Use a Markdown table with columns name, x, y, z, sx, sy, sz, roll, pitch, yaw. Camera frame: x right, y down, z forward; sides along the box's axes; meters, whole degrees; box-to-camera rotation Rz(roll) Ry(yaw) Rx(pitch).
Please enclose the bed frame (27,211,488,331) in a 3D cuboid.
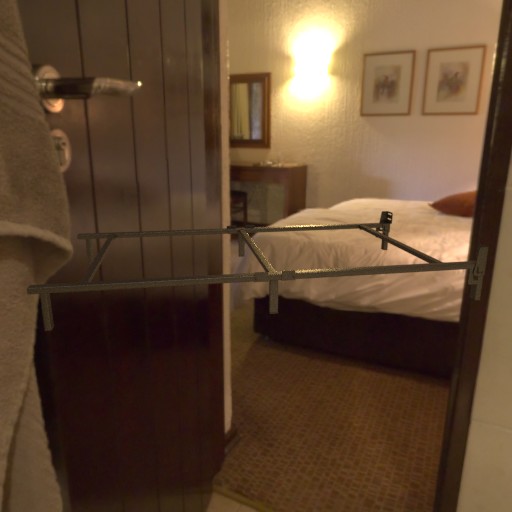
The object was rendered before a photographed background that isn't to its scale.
| name | x | y | z | sx | sy | sz | roll | pitch | yaw |
| --- | --- | --- | --- | --- | --- | --- | --- | --- | --- |
| bed frame | 0.000 | 0.000 | 2.267 | 1.897 | 0.248 | 0.968 | -3 | 16 | -10 |
